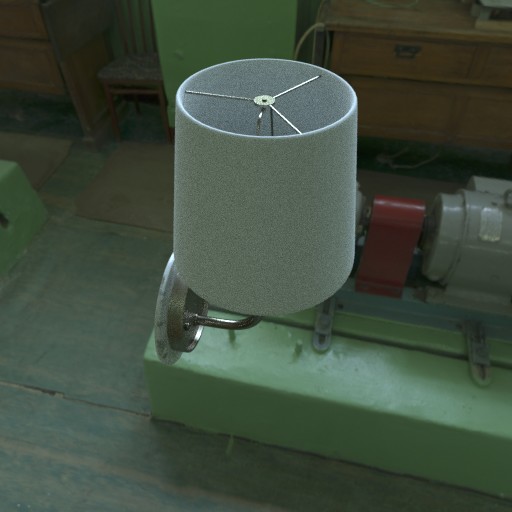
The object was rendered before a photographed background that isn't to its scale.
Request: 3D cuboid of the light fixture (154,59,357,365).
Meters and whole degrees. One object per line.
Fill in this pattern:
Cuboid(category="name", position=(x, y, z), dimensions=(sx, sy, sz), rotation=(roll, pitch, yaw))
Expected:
Cuboid(category="light fixture", position=(0.000, 0.000, 0.440), dimensions=(0.188, 0.337, 0.168), rotation=(8, 46, 8))
